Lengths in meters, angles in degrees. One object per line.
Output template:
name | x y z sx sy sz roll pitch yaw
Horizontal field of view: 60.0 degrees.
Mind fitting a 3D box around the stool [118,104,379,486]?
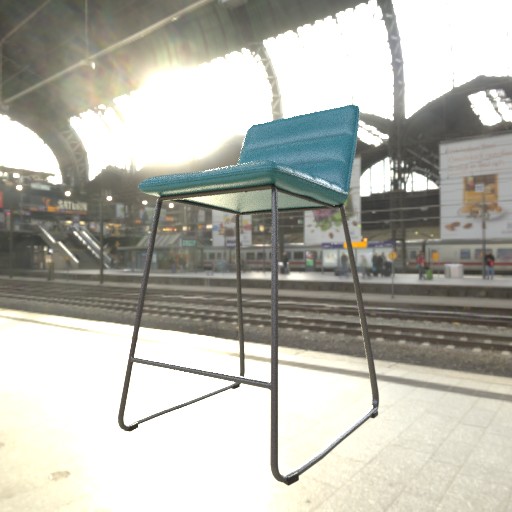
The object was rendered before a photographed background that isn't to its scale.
stool | 0.000 0.000 1.155 0.489 0.866 0.524 0 -1 34
